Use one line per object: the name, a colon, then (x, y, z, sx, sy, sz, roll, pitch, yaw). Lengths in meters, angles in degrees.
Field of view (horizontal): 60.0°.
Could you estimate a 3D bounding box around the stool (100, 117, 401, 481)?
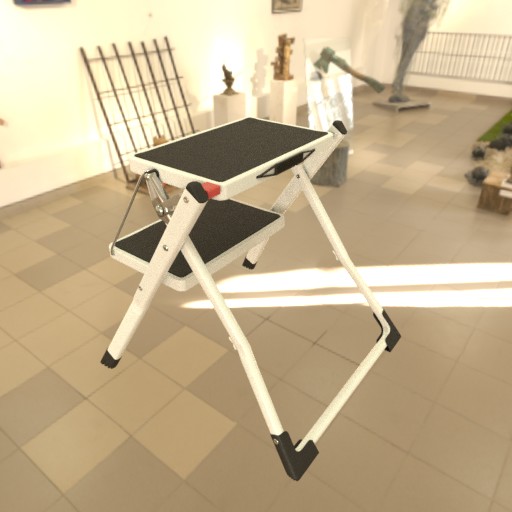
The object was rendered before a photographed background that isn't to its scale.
stool: (0.000, 0.000, 0.849, 0.490, 0.445, 0.485, 22, 37, 31)
